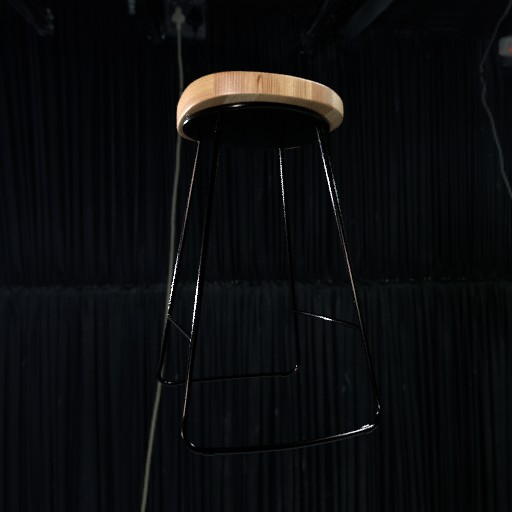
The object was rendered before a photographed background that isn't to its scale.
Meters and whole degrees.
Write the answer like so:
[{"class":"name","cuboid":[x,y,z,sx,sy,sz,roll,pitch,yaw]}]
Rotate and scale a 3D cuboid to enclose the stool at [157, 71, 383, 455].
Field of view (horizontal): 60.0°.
[{"class":"stool","cuboid":[0.000,0.000,1.005,0.401,0.679,0.480,0,-1,-18]}]
